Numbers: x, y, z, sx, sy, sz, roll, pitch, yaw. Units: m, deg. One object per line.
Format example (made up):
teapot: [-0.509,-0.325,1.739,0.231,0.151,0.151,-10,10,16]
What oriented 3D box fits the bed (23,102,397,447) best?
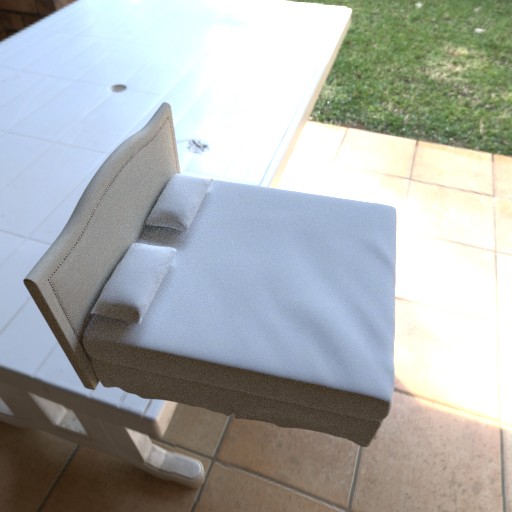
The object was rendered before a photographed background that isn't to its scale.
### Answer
bed: [0.000,0.000,3.400,2.182,1.421,2.083,10,47,9]
